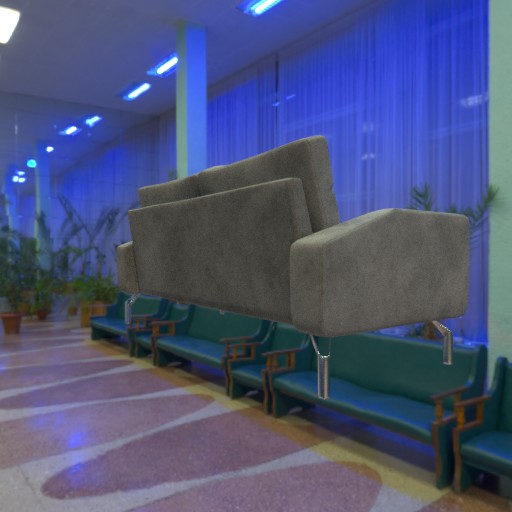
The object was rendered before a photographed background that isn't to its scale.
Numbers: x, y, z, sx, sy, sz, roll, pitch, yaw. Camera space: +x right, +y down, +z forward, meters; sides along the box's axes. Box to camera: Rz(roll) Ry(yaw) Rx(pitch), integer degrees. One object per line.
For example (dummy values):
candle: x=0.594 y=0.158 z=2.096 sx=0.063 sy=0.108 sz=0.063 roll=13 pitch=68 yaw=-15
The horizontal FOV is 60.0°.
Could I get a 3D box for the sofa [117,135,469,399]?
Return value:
sofa: x=0.000 y=0.000 z=2.296 sx=0.849 sy=0.859 sz=1.837 roll=-1 pitch=1 yaw=-36
